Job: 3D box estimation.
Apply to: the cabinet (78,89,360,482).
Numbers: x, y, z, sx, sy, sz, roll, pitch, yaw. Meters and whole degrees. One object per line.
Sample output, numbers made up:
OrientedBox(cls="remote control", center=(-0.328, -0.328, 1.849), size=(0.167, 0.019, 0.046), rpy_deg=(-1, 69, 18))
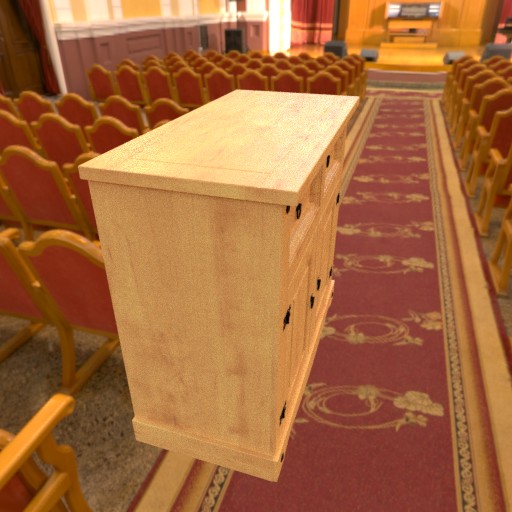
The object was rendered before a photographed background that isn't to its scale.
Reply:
OrientedBox(cls="cabinet", center=(0.000, 0.000, 1.414), size=(0.450, 0.840, 0.920), rpy_deg=(9, 31, 16))
